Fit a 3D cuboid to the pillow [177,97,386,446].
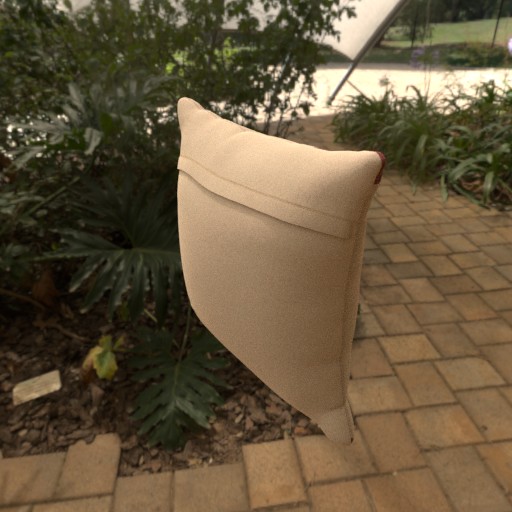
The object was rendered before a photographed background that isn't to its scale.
[{"bbox_3d":[0.000,0.000,0.822,0.229,0.506,0.536,-19,33,-32],"label":"pillow"}]
